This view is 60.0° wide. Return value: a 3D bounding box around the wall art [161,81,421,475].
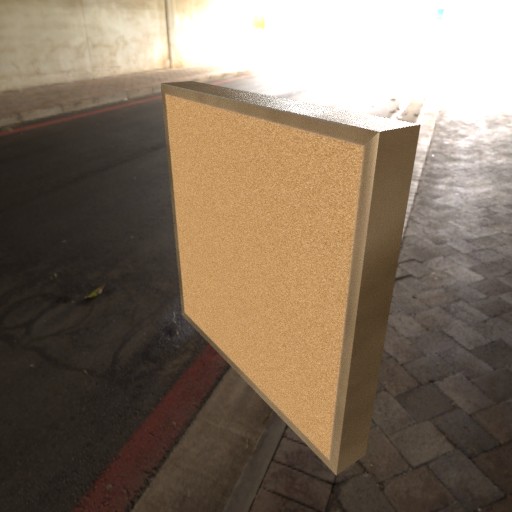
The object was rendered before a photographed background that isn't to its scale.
[{"bbox_3d":[0.000,0.000,0.448,0.038,0.303,0.305,-18,32,-31],"label":"wall art"}]
